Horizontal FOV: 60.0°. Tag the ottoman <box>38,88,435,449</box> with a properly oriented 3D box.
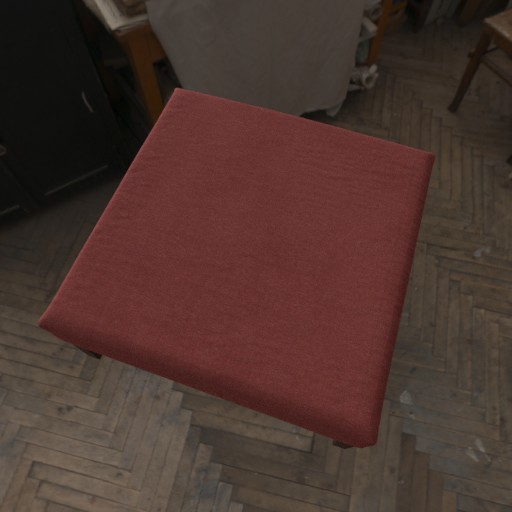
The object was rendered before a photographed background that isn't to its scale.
[{"bbox_3d":[0.000,0.000,1.400,0.890,0.411,0.889,17,65,8],"label":"ottoman"}]
